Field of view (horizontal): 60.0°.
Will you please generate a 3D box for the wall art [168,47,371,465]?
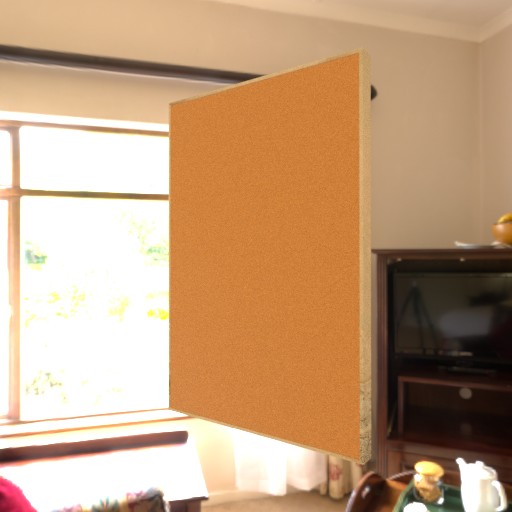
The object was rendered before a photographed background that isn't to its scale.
[{"bbox_3d":[0.000,0.000,0.972,0.508,0.764,0.038,0,-1,35],"label":"wall art"}]
